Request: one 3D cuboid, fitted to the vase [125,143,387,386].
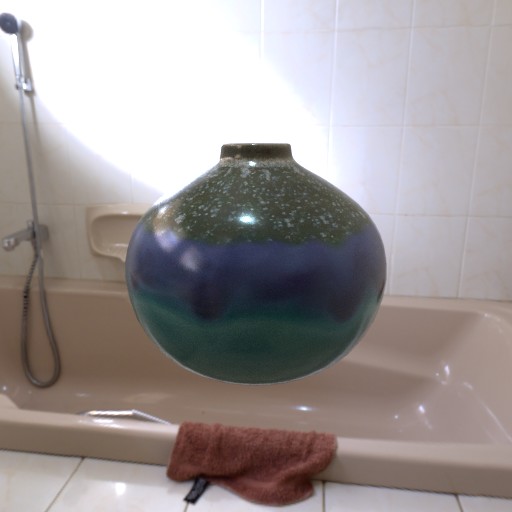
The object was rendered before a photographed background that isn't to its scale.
[{"bbox_3d":[0.000,0.000,0.270,0.154,0.133,0.154,0,15,0],"label":"vase"}]
